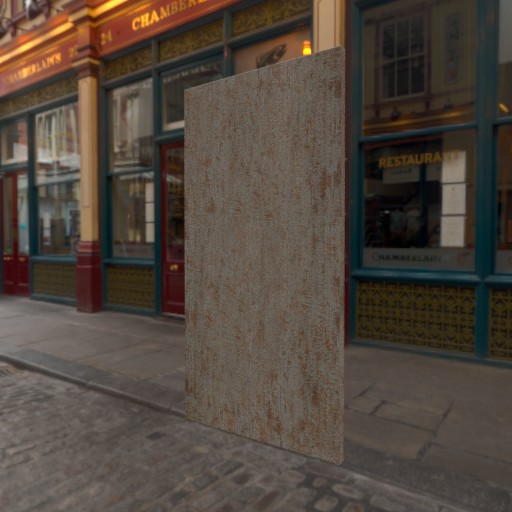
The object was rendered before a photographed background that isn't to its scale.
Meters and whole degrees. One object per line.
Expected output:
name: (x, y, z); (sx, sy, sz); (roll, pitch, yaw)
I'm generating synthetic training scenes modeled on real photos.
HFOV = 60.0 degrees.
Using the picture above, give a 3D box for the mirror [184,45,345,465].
mirror: (0.000, 0.000, 1.119); (0.472, 0.922, 0.027); (1, 1, 35)
